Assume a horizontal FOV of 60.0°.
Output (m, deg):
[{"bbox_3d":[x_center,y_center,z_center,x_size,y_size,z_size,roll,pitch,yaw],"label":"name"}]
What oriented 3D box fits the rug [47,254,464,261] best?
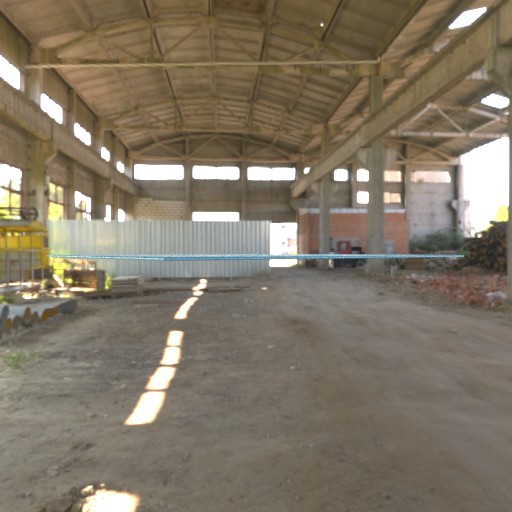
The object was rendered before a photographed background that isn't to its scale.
[{"bbox_3d":[0.000,0.000,3.997,2.964,0.018,2.350,0,1,-38],"label":"rug"}]
